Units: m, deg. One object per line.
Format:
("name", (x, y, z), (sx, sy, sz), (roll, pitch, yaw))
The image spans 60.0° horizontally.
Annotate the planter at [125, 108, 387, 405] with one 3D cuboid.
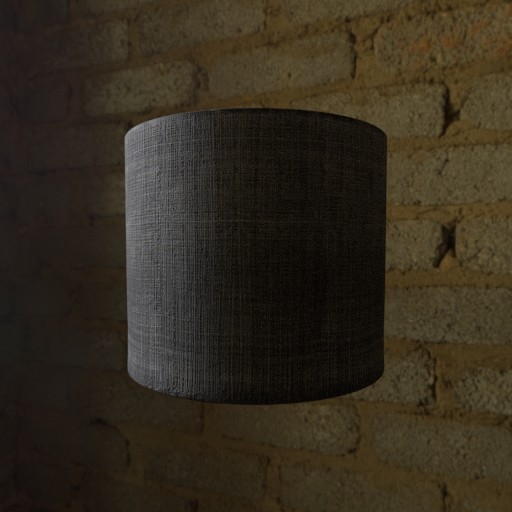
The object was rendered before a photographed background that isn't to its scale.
("planter", (0.000, 0.000, 0.450), (0.254, 0.221, 0.254), (0, 1, 0))
